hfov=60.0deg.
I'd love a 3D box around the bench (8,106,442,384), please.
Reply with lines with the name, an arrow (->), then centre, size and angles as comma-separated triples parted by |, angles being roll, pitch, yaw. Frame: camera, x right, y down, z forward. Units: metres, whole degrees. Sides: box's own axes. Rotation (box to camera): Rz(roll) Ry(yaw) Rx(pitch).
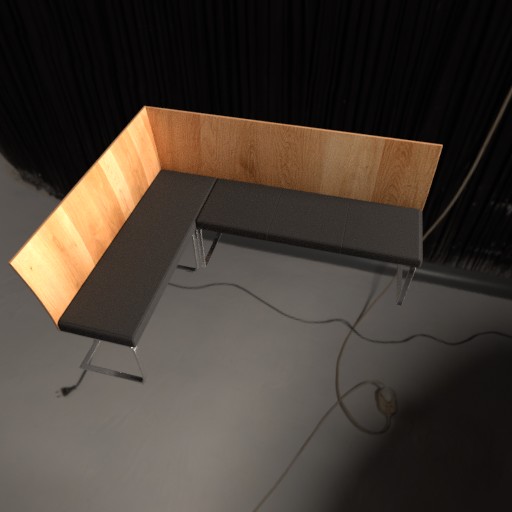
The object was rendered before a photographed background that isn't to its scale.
bench -> 0.000, 0.000, 2.679 | 1.945, 0.930, 1.495 | 10, 47, 10
